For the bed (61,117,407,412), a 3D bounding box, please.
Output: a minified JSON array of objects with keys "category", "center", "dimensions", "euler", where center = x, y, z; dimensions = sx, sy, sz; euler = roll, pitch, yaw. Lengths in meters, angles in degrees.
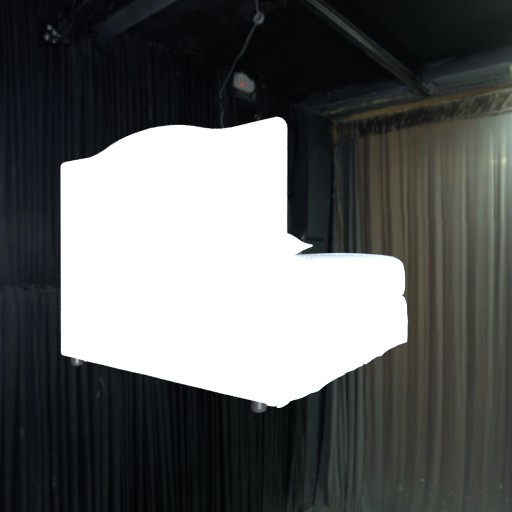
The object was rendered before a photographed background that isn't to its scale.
[{"category":"bed","center":[0.000,0.000,3.355],"dimensions":[1.753,1.460,2.143],"euler":[0,0,36]}]
